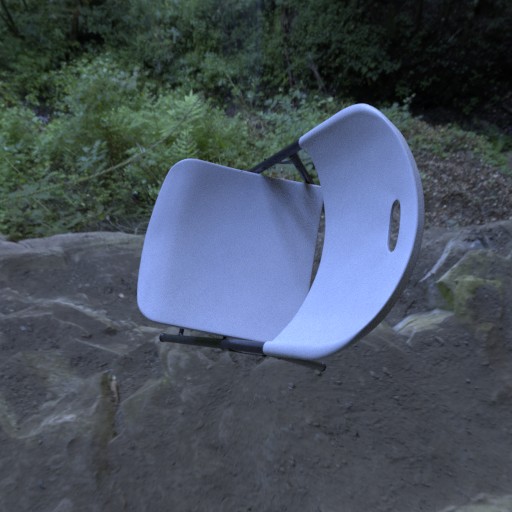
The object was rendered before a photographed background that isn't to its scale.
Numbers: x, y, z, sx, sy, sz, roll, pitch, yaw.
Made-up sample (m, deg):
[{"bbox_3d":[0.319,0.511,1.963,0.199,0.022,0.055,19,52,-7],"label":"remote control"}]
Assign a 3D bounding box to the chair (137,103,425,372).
[{"bbox_3d":[0.000,0.000,1.130,0.566,0.810,0.494,10,76,3],"label":"chair"}]
